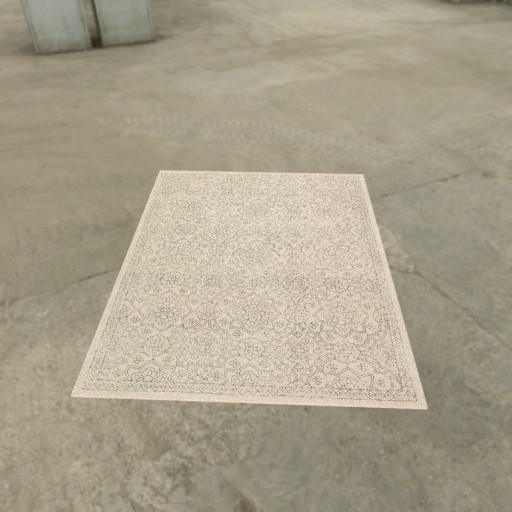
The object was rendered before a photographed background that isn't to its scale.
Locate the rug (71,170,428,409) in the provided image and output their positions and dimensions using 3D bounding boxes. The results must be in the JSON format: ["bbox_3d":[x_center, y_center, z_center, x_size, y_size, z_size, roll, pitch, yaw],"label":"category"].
[{"bbox_3d":[0.000,0.000,4.170,2.441,0.015,3.050,1,41,2],"label":"rug"}]
